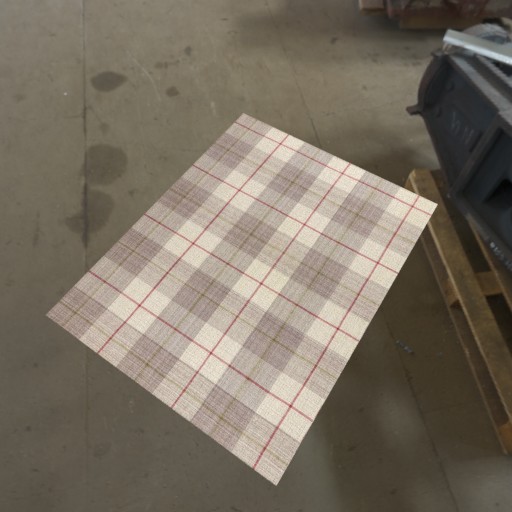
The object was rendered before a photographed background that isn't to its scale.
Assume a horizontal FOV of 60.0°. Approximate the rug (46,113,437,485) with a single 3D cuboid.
[{"bbox_3d":[0.000,0.000,4.063,2.317,0.016,2.959,30,64,16],"label":"rug"}]
